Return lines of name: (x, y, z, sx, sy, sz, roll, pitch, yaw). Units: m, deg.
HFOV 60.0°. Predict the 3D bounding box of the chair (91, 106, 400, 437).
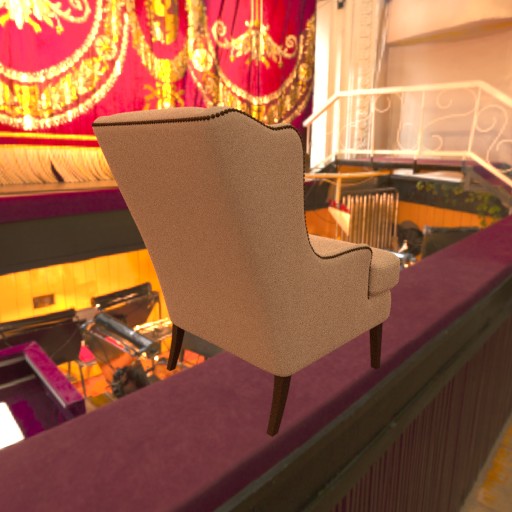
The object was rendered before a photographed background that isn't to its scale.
chair: (0.000, 0.000, 1.694, 0.940, 1.029, 0.737, -14, 20, -42)
